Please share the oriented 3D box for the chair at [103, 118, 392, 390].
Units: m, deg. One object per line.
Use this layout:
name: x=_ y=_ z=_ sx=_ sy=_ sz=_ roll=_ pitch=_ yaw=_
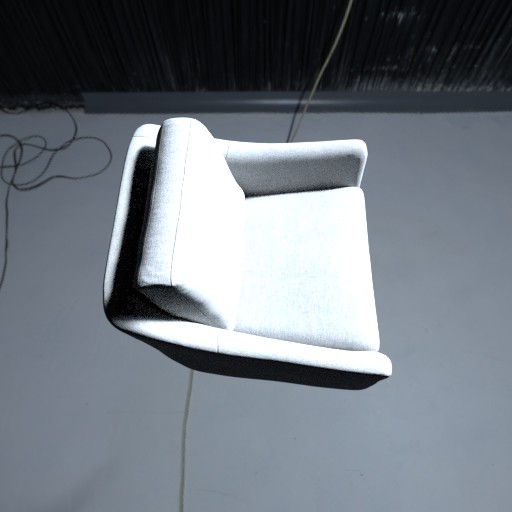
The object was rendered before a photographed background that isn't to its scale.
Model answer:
chair: x=0.000 y=0.000 z=1.788 sx=0.961 sy=0.902 sz=0.986 roll=1 pitch=64 yaw=0
